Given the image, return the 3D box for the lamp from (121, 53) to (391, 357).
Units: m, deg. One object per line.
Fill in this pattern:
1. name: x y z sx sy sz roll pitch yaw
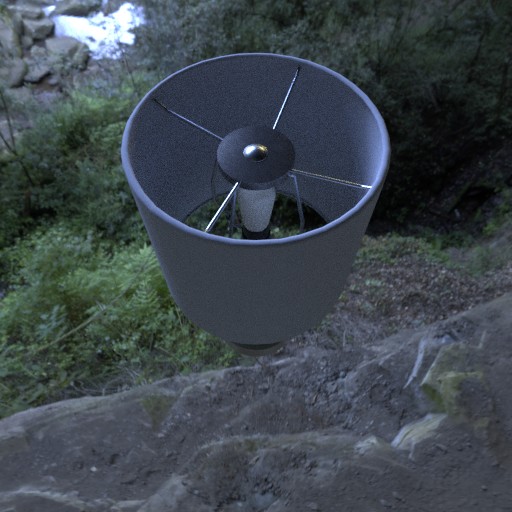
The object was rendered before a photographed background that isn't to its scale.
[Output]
1. lamp: 0.000 0.000 0.483 0.201 0.353 0.201 -1 59 0
